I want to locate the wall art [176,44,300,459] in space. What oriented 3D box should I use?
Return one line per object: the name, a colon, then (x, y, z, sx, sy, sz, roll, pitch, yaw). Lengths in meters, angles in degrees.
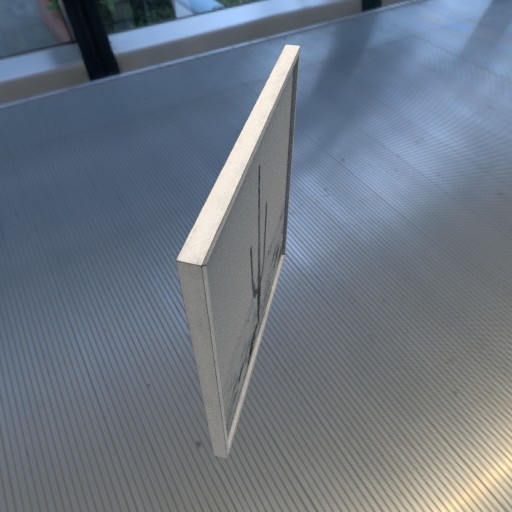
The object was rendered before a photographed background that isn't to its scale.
wall art: (0.000, 0.000, 1.140, 0.038, 0.762, 0.762, 10, 48, 10)
